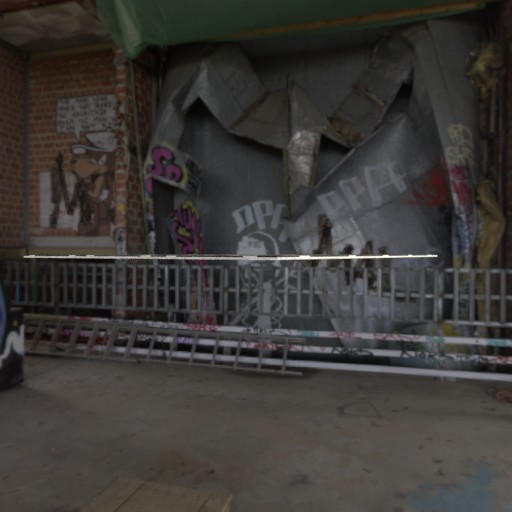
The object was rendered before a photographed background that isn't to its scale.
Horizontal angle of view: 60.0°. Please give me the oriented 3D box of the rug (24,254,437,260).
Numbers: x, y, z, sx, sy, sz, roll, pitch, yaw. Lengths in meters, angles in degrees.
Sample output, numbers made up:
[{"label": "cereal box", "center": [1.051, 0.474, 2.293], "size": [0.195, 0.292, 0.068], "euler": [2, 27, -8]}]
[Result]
[{"label": "rug", "center": [0.000, 0.000, 4.112], "size": [2.466, 0.021, 3.049], "euler": [0, 0, 36]}]
